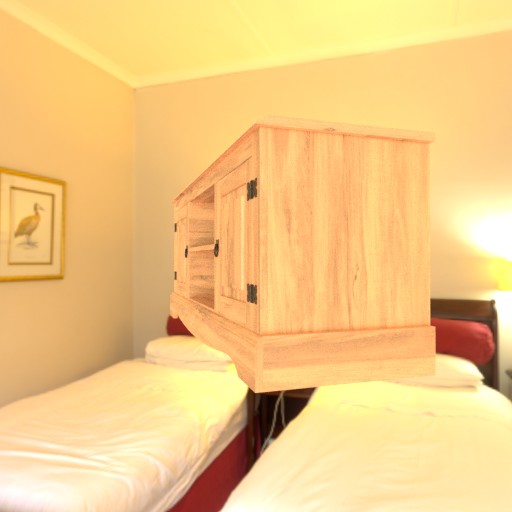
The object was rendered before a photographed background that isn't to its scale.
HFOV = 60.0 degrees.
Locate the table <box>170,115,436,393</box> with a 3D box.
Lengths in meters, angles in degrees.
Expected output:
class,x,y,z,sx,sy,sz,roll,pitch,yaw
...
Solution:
class,x,y,z,sx,sy,sz,roll,pitch,yaw
table,0.000,0.000,1.440,0.400,0.510,1.200,0,-1,-18
